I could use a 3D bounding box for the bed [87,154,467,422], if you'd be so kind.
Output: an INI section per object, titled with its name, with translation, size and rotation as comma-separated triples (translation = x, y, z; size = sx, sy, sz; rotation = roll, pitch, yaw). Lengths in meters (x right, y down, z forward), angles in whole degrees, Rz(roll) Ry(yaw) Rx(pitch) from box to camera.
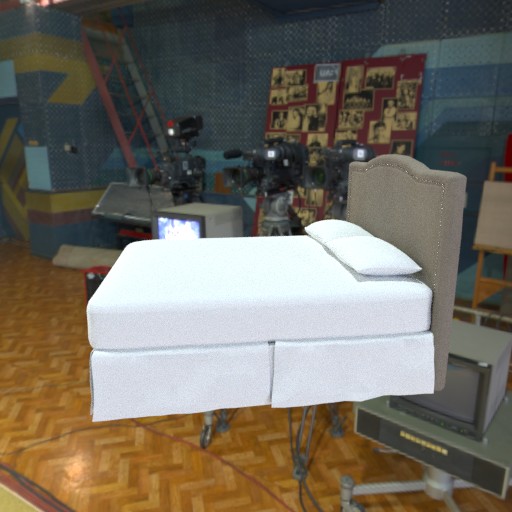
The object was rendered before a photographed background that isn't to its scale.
[bed]
translation = 0.000, 0.000, 3.230
size = 2.128, 1.441, 1.744
rotation = -2, 14, -7
